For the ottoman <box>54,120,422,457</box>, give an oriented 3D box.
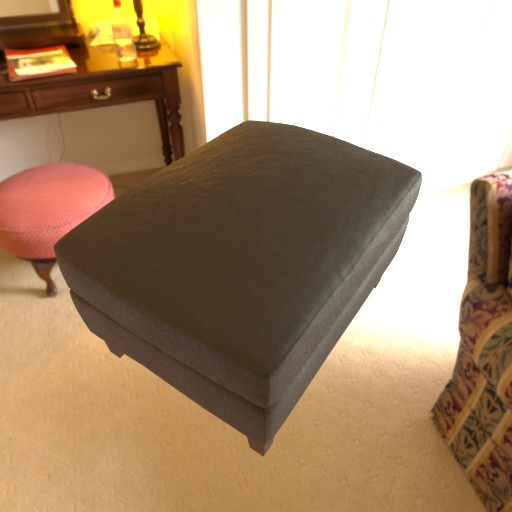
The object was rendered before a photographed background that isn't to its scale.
[{"bbox_3d":[0.000,0.000,1.304,0.659,0.529,0.887,24,47,25],"label":"ottoman"}]
